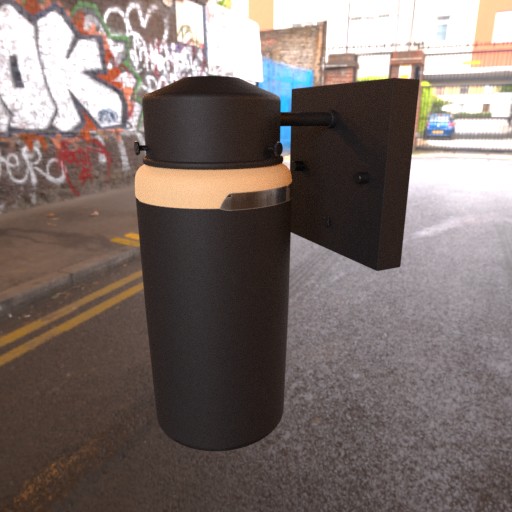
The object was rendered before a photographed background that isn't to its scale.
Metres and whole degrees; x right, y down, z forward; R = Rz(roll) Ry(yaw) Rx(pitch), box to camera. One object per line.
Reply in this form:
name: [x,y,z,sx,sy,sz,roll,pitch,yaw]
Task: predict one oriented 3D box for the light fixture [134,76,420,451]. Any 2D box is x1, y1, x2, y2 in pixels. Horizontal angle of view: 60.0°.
light fixture: [0.000,0.000,0.347,0.176,0.257,0.130,-8,19,-24]
